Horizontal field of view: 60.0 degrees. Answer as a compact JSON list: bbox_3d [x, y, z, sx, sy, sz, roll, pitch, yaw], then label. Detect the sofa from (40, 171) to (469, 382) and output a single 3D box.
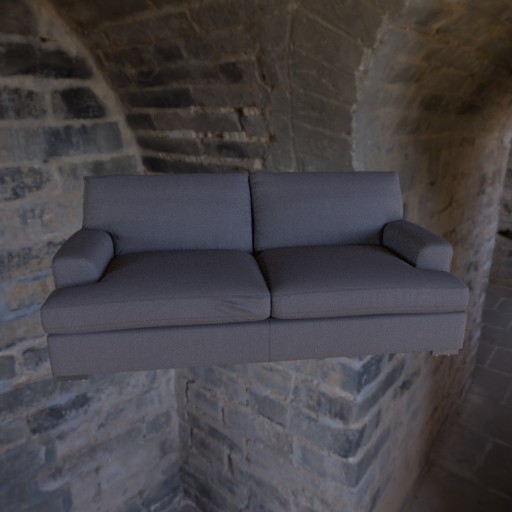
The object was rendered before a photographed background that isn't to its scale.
[{"bbox_3d":[0.000,0.000,2.740,2.271,0.950,1.140,-2,17,-7],"label":"sofa"}]
